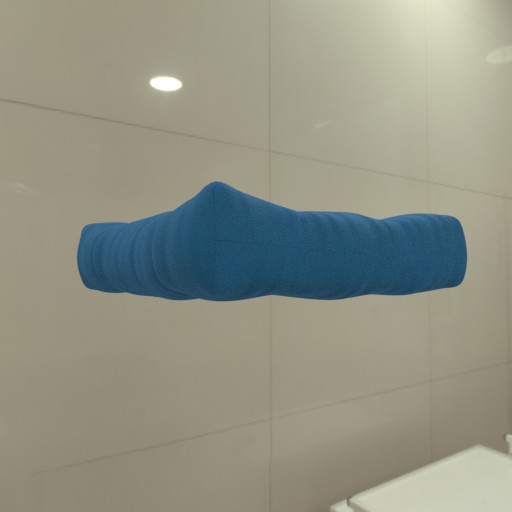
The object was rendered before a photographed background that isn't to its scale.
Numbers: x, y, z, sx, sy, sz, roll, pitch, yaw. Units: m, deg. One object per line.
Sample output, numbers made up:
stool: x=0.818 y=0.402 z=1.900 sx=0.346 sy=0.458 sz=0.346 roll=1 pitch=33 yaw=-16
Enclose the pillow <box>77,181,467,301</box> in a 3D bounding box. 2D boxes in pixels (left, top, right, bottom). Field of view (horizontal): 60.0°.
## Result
pillow: x=0.000 y=0.000 z=0.733 sx=0.468 sy=0.128 sz=0.490 roll=1 pitch=-2 yaw=-35
